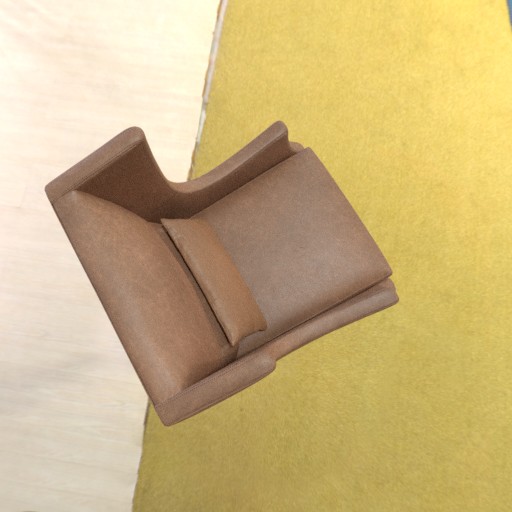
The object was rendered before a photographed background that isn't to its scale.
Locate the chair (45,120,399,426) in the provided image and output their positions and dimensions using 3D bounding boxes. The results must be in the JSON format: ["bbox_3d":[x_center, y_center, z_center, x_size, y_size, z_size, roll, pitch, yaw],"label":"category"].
[{"bbox_3d":[0.000,0.000,1.651,0.913,1.088,0.815,-30,79,-7],"label":"chair"}]
